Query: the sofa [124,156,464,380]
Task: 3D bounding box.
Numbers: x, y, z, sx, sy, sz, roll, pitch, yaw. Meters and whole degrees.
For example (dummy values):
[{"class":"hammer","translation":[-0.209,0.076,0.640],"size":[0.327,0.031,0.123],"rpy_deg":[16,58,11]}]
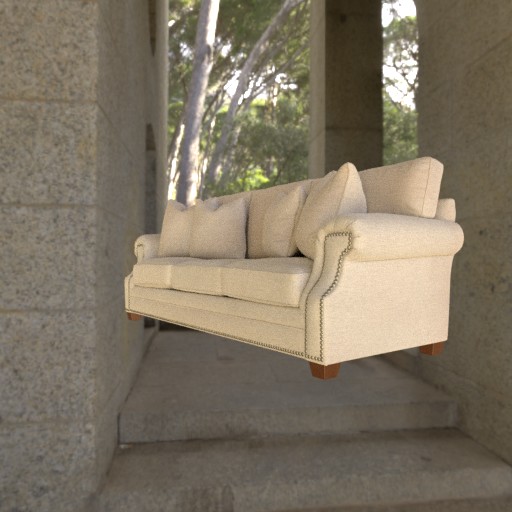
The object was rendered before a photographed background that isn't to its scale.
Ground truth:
[{"class":"sofa","translation":[0.000,0.000,2.831],"size":[0.965,0.975,2.312],"rpy_deg":[0,0,-36]}]
